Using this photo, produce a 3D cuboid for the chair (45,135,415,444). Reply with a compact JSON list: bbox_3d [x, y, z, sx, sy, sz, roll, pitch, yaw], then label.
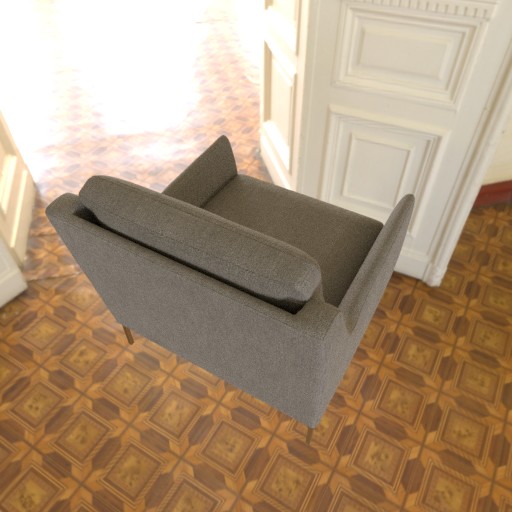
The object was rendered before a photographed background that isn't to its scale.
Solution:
[{"bbox_3d":[0.000,0.000,1.524,0.847,0.828,0.849,23,50,21],"label":"chair"}]
